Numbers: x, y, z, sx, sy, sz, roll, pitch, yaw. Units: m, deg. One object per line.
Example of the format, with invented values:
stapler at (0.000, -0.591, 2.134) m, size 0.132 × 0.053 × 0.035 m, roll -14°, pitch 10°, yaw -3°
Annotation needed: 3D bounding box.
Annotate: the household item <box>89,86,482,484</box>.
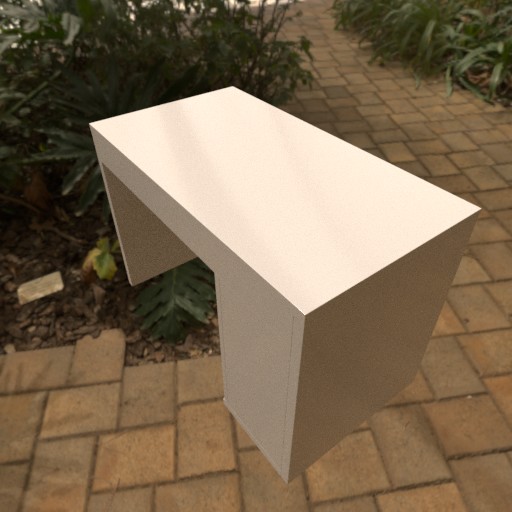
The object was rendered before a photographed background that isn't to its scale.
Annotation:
household item at (0.000, 0.000, 1.557) m, size 0.597 × 0.749 × 1.100 m, roll -26°, pitch 47°, yaw -27°
